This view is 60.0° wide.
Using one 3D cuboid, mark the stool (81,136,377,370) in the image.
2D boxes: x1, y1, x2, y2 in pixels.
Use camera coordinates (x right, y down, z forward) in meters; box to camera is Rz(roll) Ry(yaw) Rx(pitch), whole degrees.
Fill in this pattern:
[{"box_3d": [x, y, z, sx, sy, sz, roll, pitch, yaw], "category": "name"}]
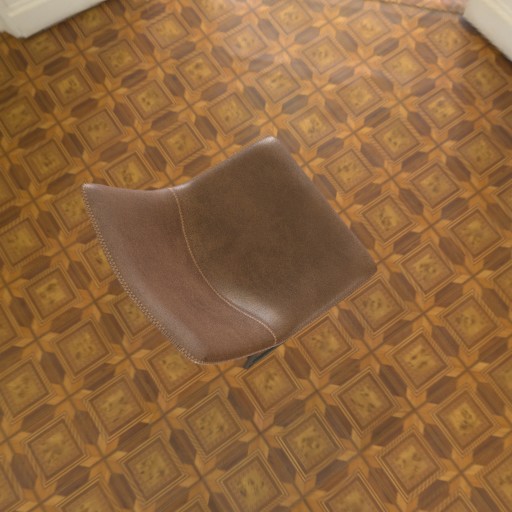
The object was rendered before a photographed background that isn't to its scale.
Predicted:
[{"box_3d": [0.000, 0.000, 1.198, 0.550, 0.890, 0.460, -34, 79, -8], "category": "stool"}]
